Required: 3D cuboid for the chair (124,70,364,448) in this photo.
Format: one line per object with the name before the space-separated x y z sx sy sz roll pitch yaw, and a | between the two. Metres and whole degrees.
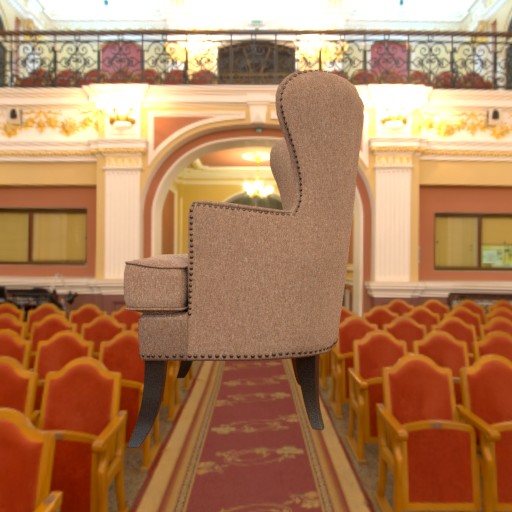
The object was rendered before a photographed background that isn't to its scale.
chair | 0.000 0.000 1.594 0.758 1.060 0.759 0 -1 0
